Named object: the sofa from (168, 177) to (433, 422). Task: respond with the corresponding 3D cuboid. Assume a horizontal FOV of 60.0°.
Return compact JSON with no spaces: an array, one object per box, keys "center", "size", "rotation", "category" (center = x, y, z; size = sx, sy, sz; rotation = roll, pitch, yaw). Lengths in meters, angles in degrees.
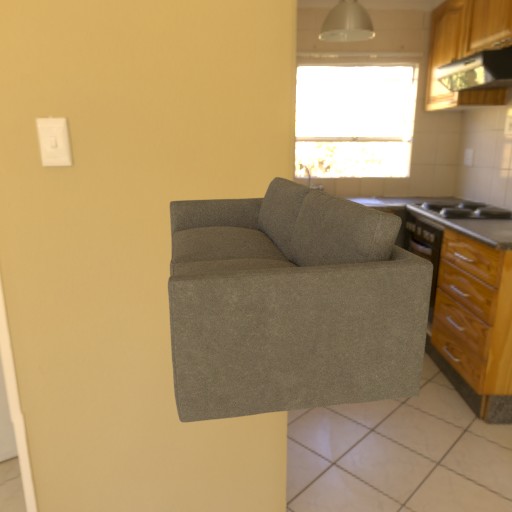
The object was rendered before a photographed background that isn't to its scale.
[{"center":[0.000,0.000,2.838],"size":[1.092,0.838,2.257],"rotation":[-3,15,-10],"category":"sofa"}]
